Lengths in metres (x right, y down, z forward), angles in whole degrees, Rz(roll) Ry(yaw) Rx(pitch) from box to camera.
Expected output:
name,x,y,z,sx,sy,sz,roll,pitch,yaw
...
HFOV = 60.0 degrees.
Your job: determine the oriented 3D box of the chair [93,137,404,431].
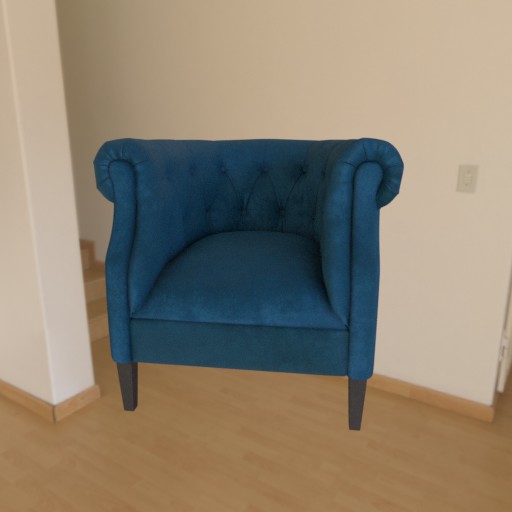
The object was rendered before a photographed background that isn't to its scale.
name,x,y,z,sx,sy,sz,roll,pitch,yaw
chair,0.000,0.000,1.605,0.904,0.826,0.851,2,14,8
